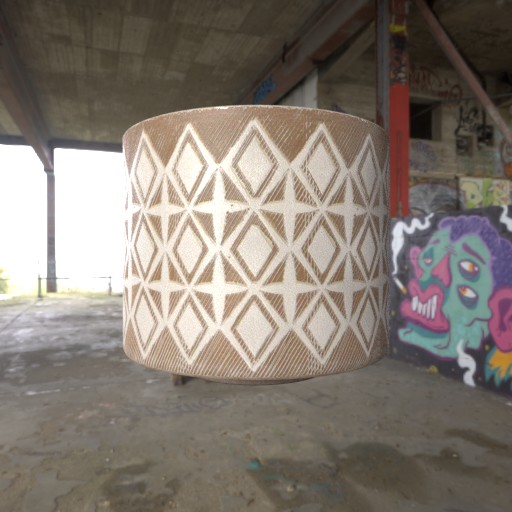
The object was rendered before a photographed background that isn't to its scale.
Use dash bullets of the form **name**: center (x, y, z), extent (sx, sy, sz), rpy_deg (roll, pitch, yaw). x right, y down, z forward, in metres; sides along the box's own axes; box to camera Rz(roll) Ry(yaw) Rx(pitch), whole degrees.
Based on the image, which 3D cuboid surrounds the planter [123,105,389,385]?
- **planter**: center (0.000, 0.000, 0.335), extent (0.193, 0.165, 0.193), rpy_deg (0, 0, 0)
